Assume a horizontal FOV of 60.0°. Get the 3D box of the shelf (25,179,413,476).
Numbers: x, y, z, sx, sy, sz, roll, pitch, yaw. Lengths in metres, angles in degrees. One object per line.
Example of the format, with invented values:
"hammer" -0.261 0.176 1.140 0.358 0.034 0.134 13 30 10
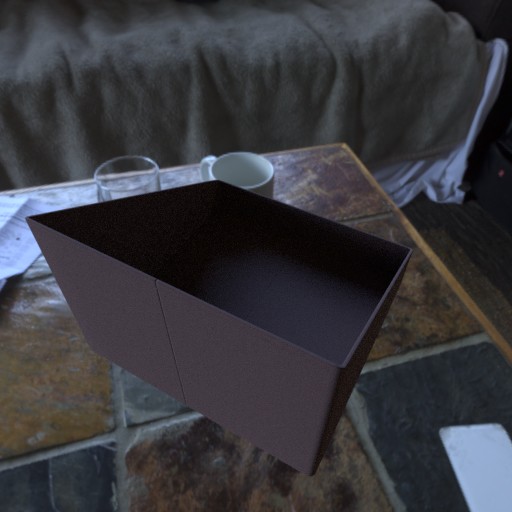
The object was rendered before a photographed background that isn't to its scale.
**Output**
"shelf" 0.000 0.000 0.489 0.292 0.210 0.292 22 50 20
